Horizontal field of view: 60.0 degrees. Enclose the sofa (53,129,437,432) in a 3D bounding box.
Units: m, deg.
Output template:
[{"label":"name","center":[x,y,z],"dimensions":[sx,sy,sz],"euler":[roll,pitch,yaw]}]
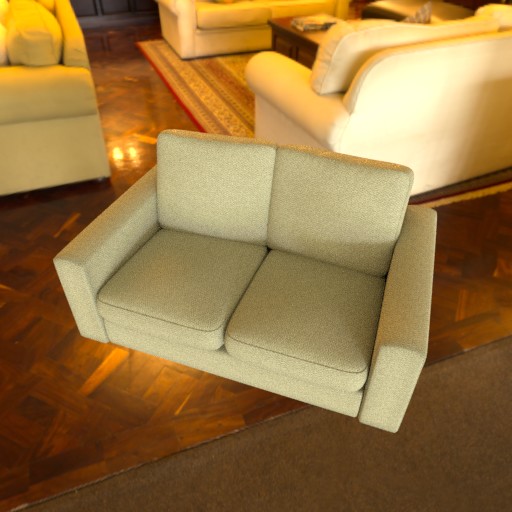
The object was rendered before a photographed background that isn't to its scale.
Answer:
[{"label":"sofa","center":[0.000,0.000,2.181],"dimensions":[1.616,0.873,1.016],"euler":[13,41,15]}]
